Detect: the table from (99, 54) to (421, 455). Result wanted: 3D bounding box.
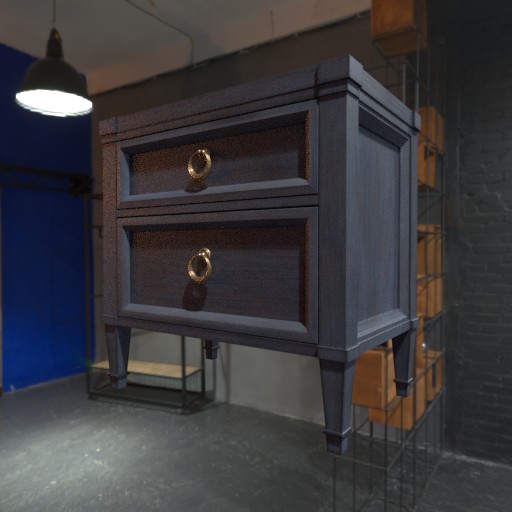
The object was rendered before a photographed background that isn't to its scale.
[{"bbox_3d":[0.000,0.000,1.072,0.660,0.660,0.413,1,1,35],"label":"table"}]
